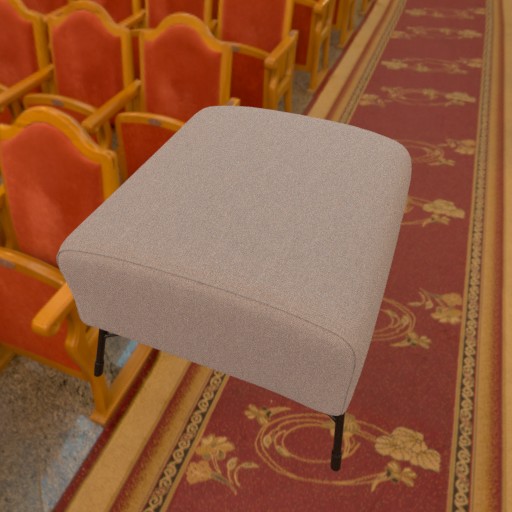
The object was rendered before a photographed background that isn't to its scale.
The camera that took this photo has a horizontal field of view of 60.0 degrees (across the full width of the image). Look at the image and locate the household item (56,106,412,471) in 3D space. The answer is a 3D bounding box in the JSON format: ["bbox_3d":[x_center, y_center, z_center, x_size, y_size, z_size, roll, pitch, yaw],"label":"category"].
[{"bbox_3d":[0.000,0.000,0.892,0.530,0.410,0.530,16,47,15],"label":"household item"}]
